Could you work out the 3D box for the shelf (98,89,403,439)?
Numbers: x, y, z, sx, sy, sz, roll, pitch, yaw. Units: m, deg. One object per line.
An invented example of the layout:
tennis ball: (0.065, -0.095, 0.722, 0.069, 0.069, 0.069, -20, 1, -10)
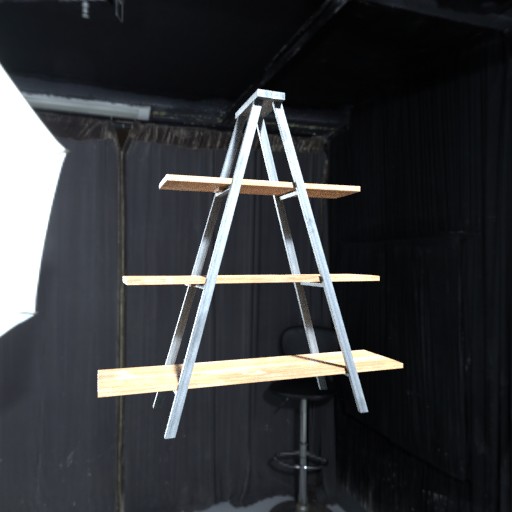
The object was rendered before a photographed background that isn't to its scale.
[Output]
shelf: (0.000, 0.000, 2.606, 1.746, 1.808, 0.508, 0, -1, -20)
